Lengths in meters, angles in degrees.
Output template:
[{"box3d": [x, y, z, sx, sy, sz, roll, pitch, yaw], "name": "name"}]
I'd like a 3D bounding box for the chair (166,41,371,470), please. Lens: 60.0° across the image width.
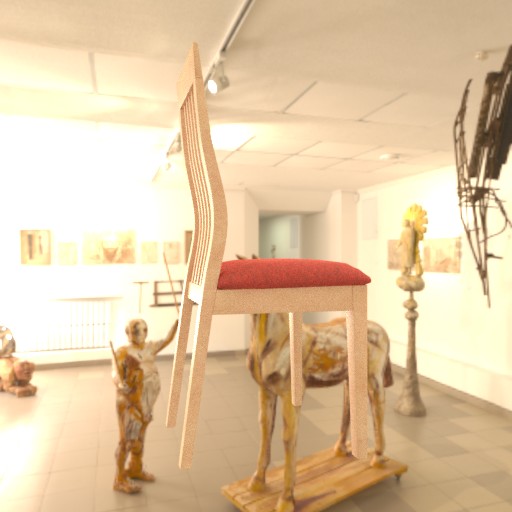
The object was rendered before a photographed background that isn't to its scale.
[{"box3d": [0.000, 0.000, 1.260, 0.474, 1.027, 0.460, 0, 1, -18], "name": "chair"}]
